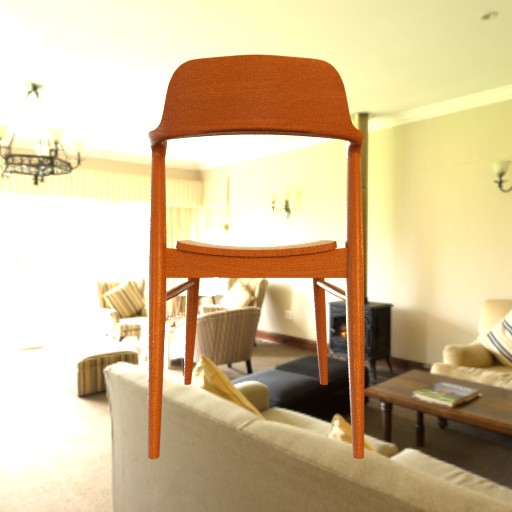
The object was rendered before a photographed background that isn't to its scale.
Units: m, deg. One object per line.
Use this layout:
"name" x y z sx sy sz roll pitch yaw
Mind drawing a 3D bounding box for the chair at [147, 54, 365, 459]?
"chair" 0.000 0.000 1.124 0.496 0.801 0.499 0 1 0
